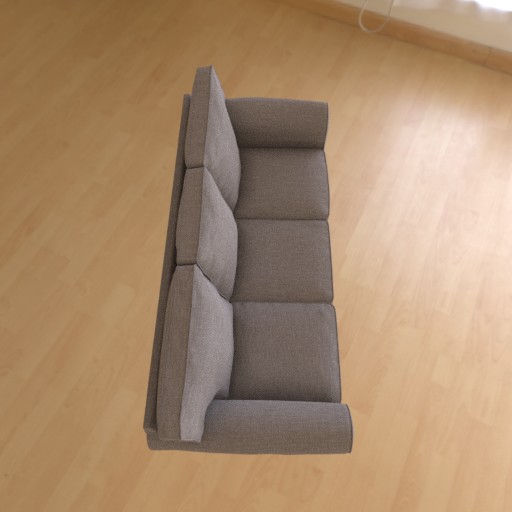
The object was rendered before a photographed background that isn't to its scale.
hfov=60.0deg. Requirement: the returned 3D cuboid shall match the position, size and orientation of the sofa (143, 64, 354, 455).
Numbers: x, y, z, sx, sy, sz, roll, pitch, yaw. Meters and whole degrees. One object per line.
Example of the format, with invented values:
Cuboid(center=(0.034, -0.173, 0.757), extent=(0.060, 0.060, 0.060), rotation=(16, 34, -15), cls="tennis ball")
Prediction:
Cuboid(center=(0.000, 0.000, 2.528), extent=(0.916, 0.961, 2.084), rotation=(1, 63, 0), cls="sofa")
